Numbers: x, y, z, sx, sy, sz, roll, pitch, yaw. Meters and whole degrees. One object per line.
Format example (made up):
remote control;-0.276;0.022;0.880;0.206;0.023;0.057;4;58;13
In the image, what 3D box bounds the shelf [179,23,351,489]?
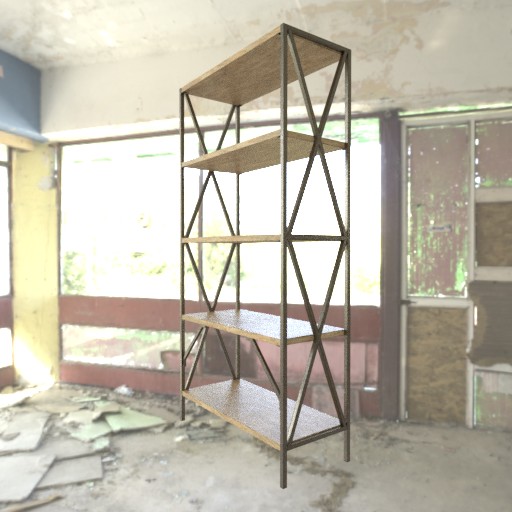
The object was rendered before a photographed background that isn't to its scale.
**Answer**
shelf;0.000;0.000;2.180;0.386;1.803;0.874;-1;1;-37
